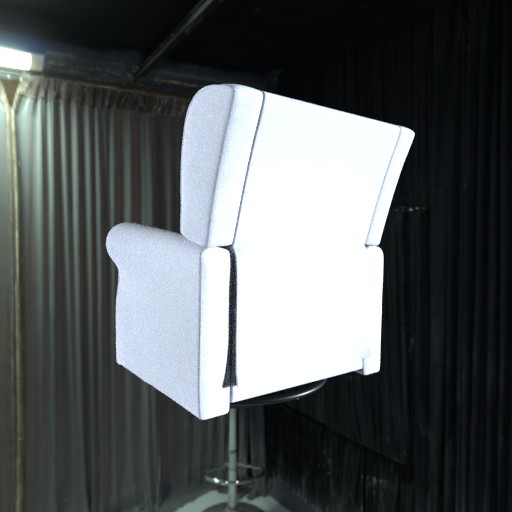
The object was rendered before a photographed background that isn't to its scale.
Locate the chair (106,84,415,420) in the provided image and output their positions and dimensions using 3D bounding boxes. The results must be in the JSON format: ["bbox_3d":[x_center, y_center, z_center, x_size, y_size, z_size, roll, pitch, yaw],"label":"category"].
[{"bbox_3d":[0.000,0.000,1.683,0.906,0.967,0.854,-1,2,-37],"label":"chair"}]
